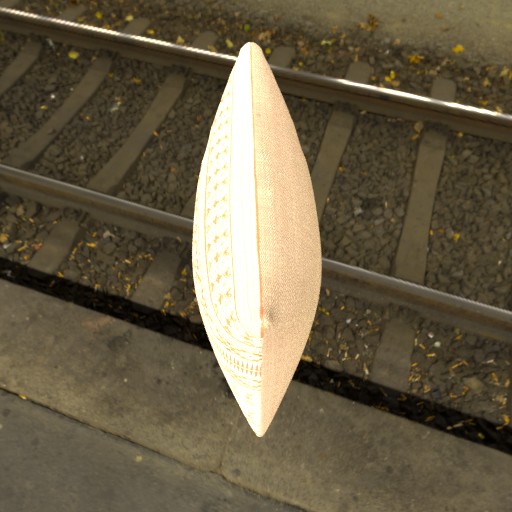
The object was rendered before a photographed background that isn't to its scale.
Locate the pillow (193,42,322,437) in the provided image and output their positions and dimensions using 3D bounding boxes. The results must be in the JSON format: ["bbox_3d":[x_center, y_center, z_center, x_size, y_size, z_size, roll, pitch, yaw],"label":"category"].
[{"bbox_3d":[0.000,0.000,0.799,0.215,0.519,0.521,-2,57,-1],"label":"pillow"}]
